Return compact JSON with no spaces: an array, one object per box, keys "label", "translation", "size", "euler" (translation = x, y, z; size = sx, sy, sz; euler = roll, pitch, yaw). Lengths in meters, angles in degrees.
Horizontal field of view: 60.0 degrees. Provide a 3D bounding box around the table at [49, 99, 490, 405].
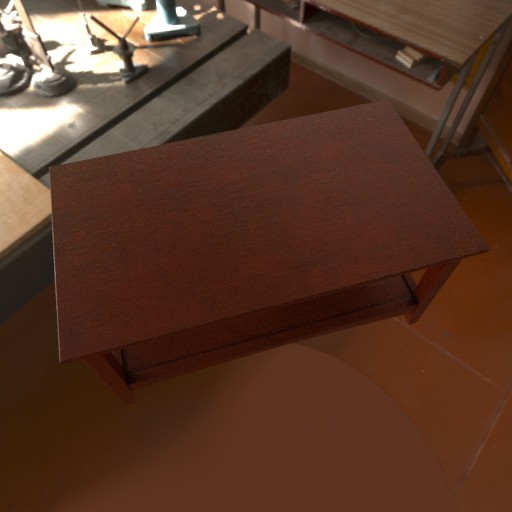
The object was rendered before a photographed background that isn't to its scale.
[{"label":"table","translation":[0.000,0.000,1.251],"size":[0.943,0.456,0.533],"euler":[-14,59,-9]}]
